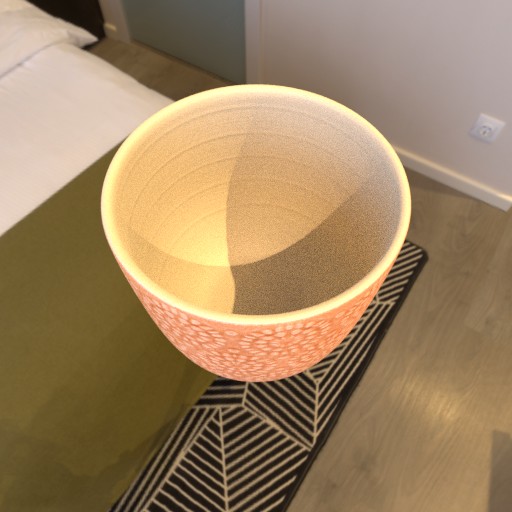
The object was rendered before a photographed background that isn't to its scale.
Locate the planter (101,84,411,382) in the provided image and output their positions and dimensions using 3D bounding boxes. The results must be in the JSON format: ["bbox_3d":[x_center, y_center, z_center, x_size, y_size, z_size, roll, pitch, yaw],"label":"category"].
[{"bbox_3d":[0.000,0.000,0.380,0.208,0.190,0.208,0,58,0],"label":"planter"}]
